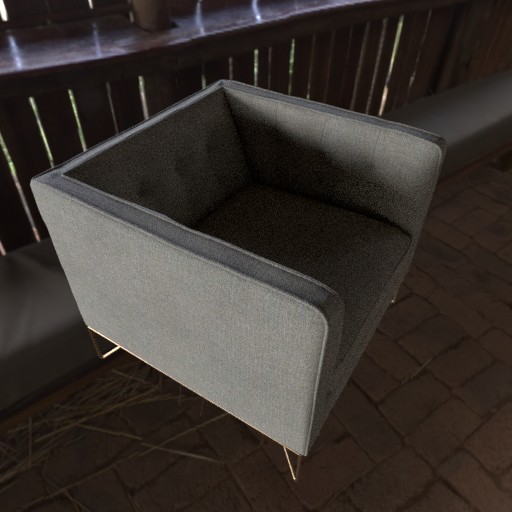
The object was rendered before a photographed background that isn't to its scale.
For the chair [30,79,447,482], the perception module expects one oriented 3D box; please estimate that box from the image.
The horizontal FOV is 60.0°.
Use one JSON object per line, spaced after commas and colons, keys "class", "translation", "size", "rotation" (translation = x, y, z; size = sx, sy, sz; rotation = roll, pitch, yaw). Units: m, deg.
{"class": "chair", "translation": [0.000, 0.000, 1.552], "size": [0.912, 0.799, 0.920], "rotation": [23, 46, 24]}
